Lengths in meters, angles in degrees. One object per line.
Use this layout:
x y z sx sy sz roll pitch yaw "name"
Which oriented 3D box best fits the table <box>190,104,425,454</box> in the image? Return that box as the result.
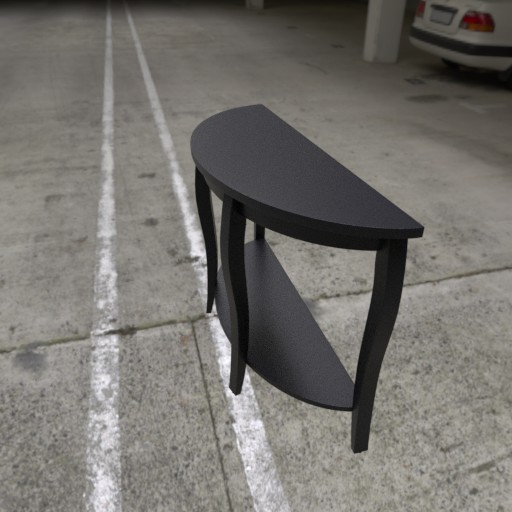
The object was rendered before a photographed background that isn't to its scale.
0.000 0.000 1.585 0.394 0.780 1.219 -8 32 -13 "table"
